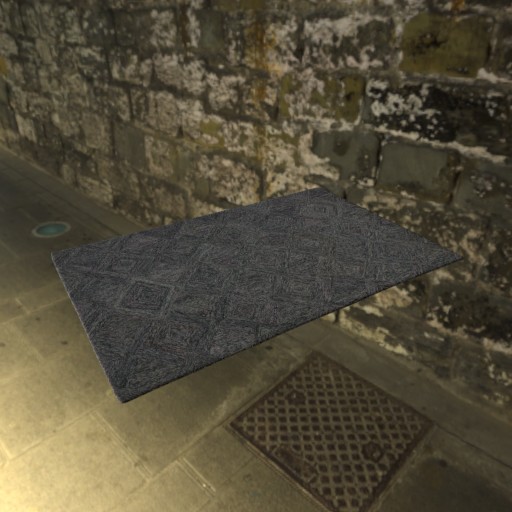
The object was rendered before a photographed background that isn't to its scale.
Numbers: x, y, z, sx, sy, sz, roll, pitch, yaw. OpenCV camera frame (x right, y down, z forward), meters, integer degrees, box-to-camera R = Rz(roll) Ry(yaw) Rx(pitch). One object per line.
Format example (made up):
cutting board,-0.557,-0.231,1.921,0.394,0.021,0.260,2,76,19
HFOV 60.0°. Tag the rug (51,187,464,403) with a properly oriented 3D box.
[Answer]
rug,0.000,0.000,2.236,1.752,0.013,1.158,-18,34,-28
